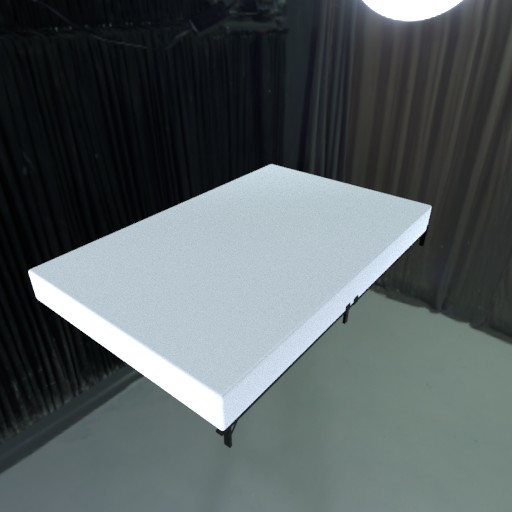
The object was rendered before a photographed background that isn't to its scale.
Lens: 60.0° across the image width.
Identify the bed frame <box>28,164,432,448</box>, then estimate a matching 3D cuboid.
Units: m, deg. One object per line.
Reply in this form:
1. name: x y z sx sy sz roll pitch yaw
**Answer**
1. bed frame: 0.000 0.000 3.833 1.930 0.440 2.987 22 37 32
